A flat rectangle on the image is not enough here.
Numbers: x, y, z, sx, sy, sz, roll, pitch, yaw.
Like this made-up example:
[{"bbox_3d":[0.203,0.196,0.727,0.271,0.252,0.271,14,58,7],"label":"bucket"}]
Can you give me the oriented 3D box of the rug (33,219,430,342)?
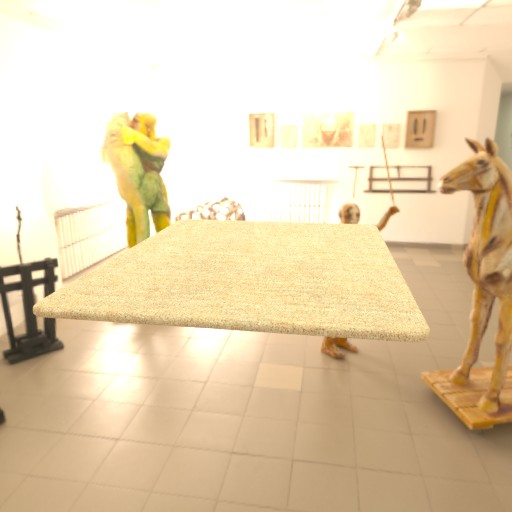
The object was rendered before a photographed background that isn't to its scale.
[{"bbox_3d":[0.000,0.000,3.325,2.009,0.048,2.528,2,16,9],"label":"rug"}]
